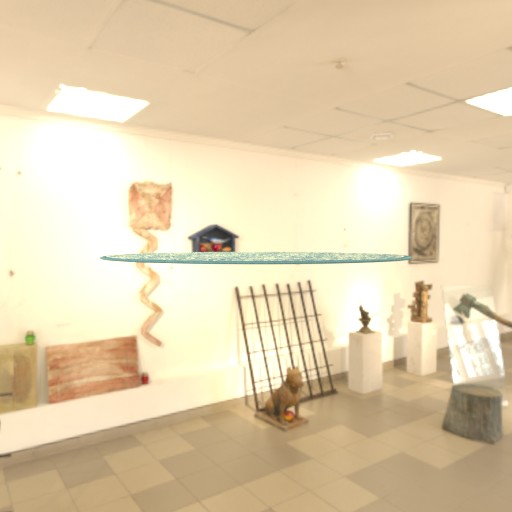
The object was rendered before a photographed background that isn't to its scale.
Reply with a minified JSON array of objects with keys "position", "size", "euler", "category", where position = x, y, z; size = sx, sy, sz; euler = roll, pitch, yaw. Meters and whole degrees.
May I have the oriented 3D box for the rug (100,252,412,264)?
[{"position":[0.000,0.000,2.395],"size":[1.593,0.012,1.593],"euler":[0,2,0],"category":"rug"}]
